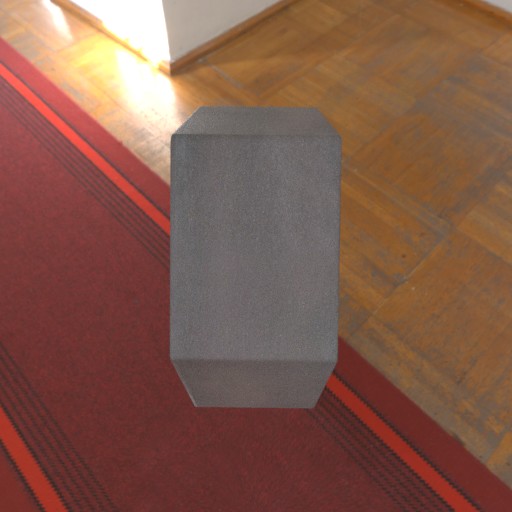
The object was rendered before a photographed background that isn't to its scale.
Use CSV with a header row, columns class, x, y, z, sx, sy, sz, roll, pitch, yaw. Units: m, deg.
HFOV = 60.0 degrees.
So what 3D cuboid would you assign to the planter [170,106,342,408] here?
class,x,y,z,sx,sy,sz,roll,pitch,yaw
planter,0.000,0.000,0.286,0.077,0.206,0.169,1,59,0
